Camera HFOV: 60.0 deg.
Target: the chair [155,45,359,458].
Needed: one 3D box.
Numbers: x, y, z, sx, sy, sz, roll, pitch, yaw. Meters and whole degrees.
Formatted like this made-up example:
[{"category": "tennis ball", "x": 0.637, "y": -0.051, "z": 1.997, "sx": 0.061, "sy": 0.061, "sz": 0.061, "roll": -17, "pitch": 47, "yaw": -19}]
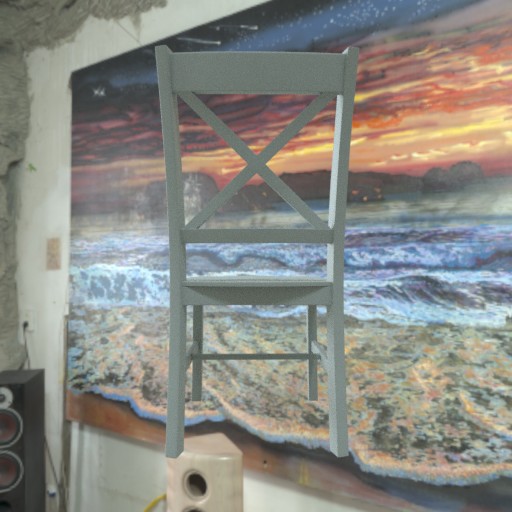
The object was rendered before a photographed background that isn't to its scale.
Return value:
[{"category": "chair", "x": 0.000, "y": 0.000, "z": 1.290, "sx": 0.485, "sy": 0.983, "sz": 0.542, "roll": 0, "pitch": -1, "yaw": -1}]
